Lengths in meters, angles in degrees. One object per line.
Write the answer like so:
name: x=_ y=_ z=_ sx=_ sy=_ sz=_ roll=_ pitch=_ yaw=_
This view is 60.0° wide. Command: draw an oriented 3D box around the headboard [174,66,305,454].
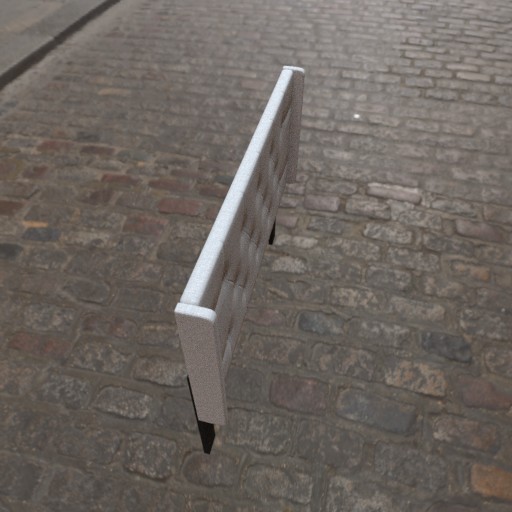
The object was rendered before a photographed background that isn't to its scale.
headboard: x=0.000 y=0.000 z=2.786 sx=0.184 sy=1.524 sz=2.051 roll=10 pitch=47 yaw=9
